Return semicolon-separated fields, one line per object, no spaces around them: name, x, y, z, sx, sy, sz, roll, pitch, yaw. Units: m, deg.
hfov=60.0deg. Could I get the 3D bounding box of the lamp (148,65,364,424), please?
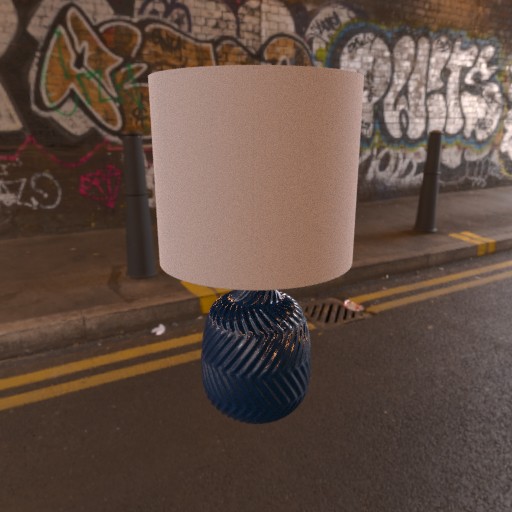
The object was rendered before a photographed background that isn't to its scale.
lamp;0.000;0.000;0.478;0.203;0.368;0.203;3;16;9
